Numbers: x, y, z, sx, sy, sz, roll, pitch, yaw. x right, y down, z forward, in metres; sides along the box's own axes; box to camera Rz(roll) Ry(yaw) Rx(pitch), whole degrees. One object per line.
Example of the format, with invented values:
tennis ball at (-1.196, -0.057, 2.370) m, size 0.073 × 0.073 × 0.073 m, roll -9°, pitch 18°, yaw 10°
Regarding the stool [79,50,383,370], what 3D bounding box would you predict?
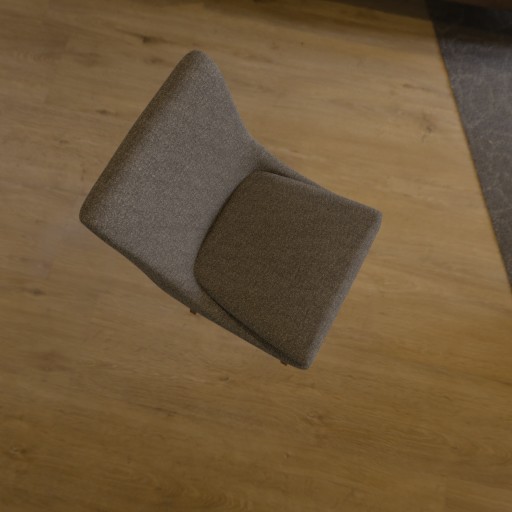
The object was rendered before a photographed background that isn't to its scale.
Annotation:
stool at (0.000, 0.000, 1.358) m, size 0.572 × 1.068 × 0.489 m, roll 28°, pitch 77°, yaw 7°
